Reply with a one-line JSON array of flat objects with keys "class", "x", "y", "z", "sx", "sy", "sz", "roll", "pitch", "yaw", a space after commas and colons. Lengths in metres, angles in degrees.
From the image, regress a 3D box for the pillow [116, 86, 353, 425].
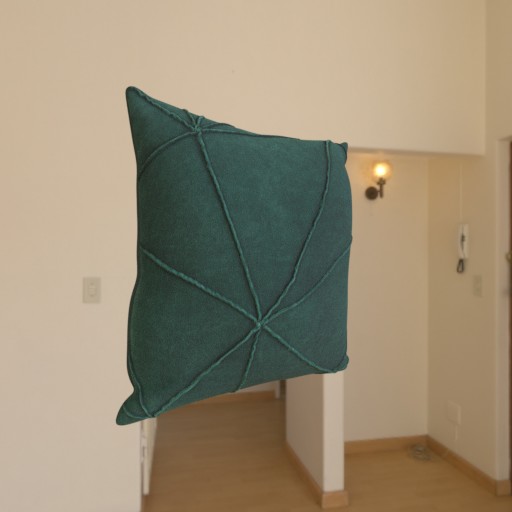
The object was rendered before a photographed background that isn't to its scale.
[{"class": "pillow", "x": 0.000, "y": 0.000, "z": 0.696, "sx": 0.439, "sy": 0.440, "sz": 0.184, "roll": 0, "pitch": 0, "yaw": -37}]
